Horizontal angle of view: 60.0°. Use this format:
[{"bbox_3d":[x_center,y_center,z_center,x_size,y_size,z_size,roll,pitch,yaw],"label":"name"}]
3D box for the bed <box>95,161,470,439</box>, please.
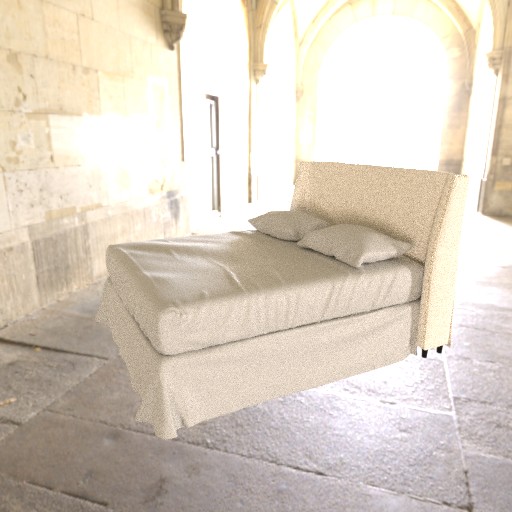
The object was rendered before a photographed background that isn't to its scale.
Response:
[{"bbox_3d":[0.000,0.000,3.436,2.276,1.332,1.925,-8,17,-26],"label":"bed"}]
